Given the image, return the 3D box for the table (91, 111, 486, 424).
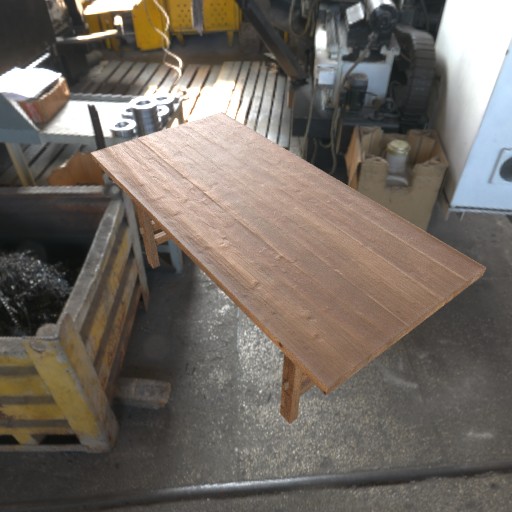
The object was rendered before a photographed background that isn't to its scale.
[{"bbox_3d":[0.000,0.000,2.526,0.952,0.760,2.003,-27,49,-27],"label":"table"}]
